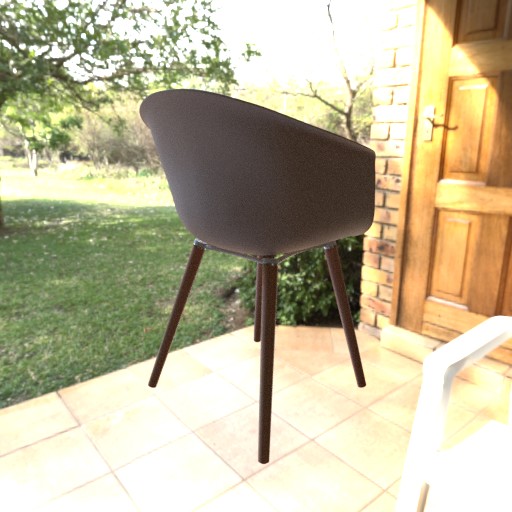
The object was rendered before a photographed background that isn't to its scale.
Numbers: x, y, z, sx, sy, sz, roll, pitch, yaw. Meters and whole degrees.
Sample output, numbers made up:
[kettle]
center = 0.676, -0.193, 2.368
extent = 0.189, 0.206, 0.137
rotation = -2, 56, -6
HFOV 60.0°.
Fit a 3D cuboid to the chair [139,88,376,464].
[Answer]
[chair]
center = 0.000, 0.000, 1.154
extent = 0.593, 0.781, 0.504
rotation = 14, 21, 43
